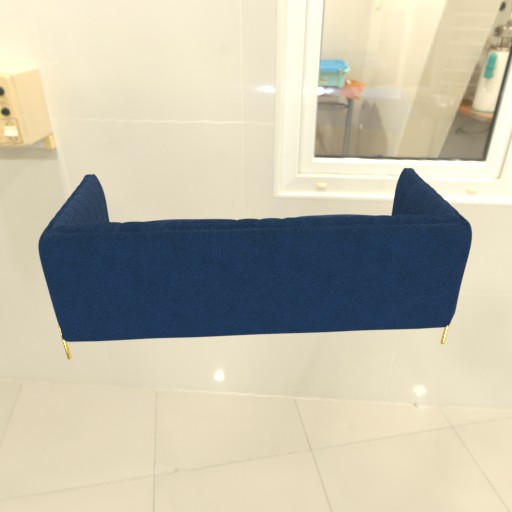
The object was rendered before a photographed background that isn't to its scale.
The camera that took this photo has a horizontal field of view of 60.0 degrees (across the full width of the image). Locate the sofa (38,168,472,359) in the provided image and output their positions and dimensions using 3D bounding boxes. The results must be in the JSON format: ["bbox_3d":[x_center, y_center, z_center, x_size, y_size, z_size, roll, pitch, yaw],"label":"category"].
[{"bbox_3d":[0.000,0.000,2.606,2.136,0.793,0.896,-2,30,-3],"label":"sofa"}]
